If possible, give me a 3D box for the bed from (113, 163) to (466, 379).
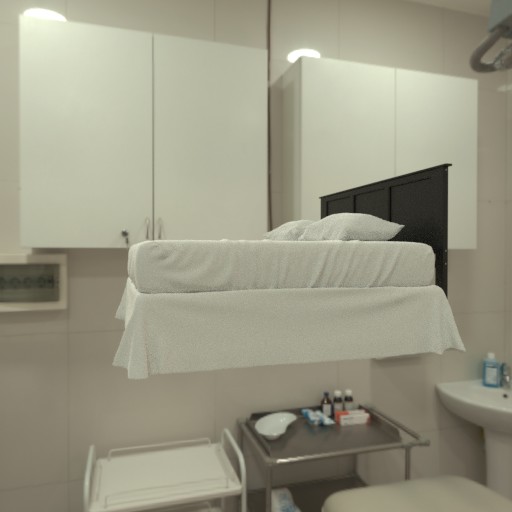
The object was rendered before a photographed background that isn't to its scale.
[{"bbox_3d":[0.000,0.000,3.626,2.219,1.271,2.315,0,1,-17],"label":"bed"}]
